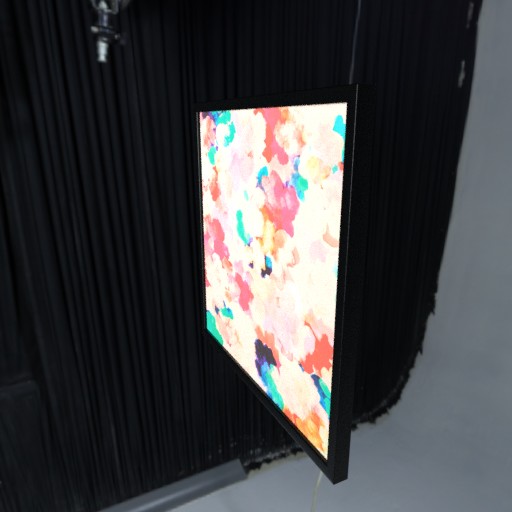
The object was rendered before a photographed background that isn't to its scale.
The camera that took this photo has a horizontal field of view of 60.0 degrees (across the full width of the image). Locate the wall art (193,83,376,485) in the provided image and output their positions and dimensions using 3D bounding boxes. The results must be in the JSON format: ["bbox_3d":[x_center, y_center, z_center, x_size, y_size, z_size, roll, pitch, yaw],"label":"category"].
[{"bbox_3d":[0.000,0.000,1.113,0.036,0.755,0.756,-8,18,-26],"label":"wall art"}]
